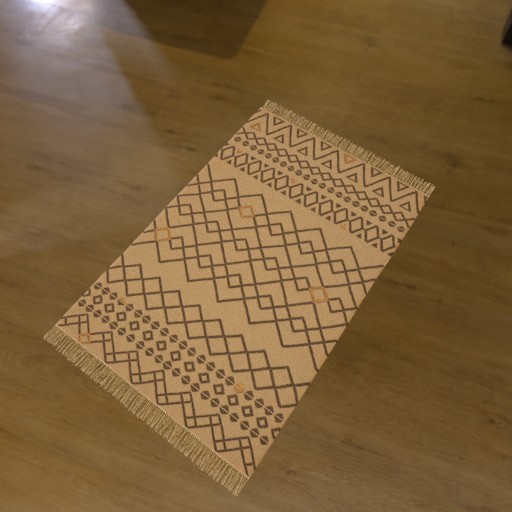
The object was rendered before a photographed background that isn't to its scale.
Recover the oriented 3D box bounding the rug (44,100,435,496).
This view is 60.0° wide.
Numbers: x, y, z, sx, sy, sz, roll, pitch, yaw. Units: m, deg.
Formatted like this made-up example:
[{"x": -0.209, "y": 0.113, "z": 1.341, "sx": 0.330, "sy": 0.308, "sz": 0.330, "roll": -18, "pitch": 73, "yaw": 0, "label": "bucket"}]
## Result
[{"x": 0.000, "y": 0.000, "z": 2.442, "sx": 1.224, "sy": 0.028, "sz": 2.023, "roll": 32, "pitch": 68, "yaw": 15, "label": "rug"}]
